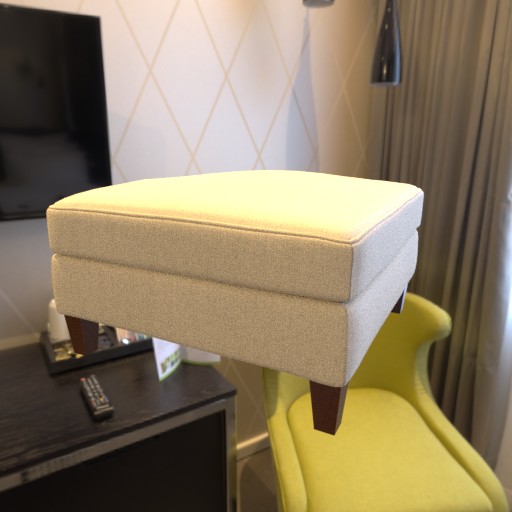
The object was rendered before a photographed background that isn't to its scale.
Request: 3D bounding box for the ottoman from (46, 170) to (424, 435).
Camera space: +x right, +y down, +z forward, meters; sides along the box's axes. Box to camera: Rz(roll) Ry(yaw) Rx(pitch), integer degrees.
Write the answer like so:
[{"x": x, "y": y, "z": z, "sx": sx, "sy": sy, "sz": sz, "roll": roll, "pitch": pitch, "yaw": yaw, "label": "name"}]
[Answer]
[{"x": 0.000, "y": 0.000, "z": 1.345, "sx": 0.838, "sy": 0.478, "sz": 0.838, "roll": 8, "pitch": 17, "yaw": 27, "label": "ottoman"}]
